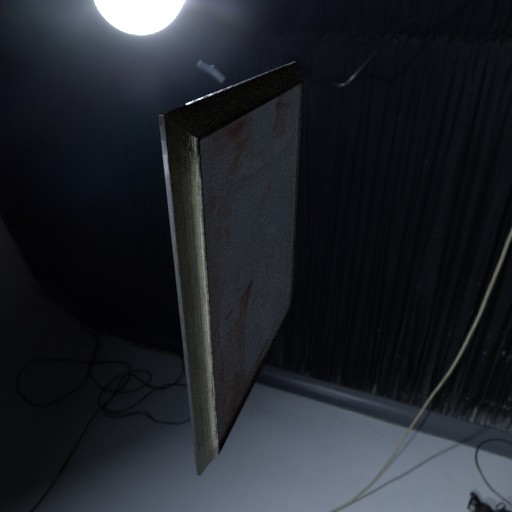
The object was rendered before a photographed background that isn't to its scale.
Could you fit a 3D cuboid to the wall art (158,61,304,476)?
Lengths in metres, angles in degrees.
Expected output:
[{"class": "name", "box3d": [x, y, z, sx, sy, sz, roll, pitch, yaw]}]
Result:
[{"class": "wall art", "box3d": [0.000, 0.000, 0.614, 0.023, 0.457, 0.381, 10, 31, 18]}]
